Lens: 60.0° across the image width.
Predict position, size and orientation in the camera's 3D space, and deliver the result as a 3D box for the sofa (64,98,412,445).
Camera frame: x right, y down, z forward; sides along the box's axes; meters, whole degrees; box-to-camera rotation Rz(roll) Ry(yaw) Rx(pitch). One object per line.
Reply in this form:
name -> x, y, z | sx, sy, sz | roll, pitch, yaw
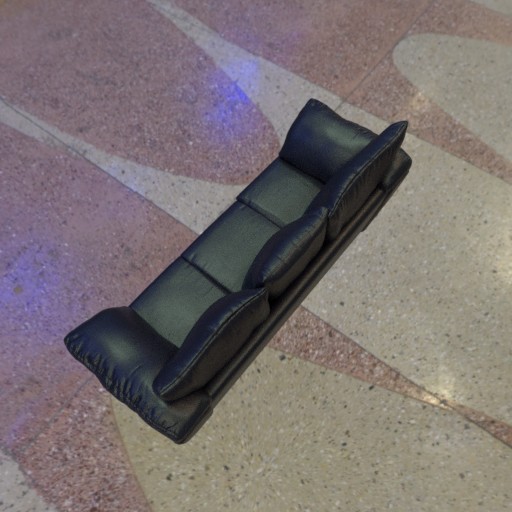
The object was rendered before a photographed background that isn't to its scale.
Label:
sofa -> 0.000, 0.000, 2.865 | 0.880, 1.073, 2.336 | 37, 69, 17
